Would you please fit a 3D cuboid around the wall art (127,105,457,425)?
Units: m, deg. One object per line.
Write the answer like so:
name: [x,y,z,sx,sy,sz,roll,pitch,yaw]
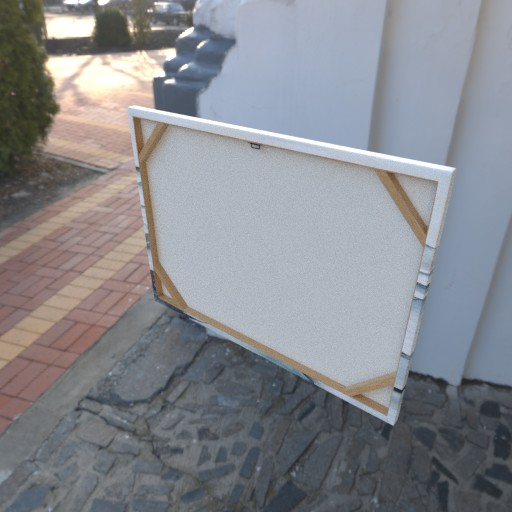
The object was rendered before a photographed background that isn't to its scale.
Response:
wall art: [0.000,0.000,1.629,1.219,0.915,0.039,21,36,31]
